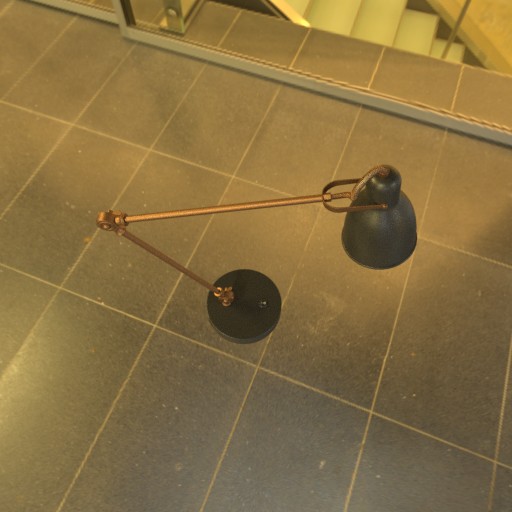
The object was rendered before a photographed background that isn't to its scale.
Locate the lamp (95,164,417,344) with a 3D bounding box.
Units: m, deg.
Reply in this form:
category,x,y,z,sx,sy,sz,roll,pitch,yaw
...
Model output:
category,x,y,z,sx,sy,sz,roll,pitch,yaw
lamp,0.000,0.000,0.868,0.561,0.587,0.187,2,63,1
